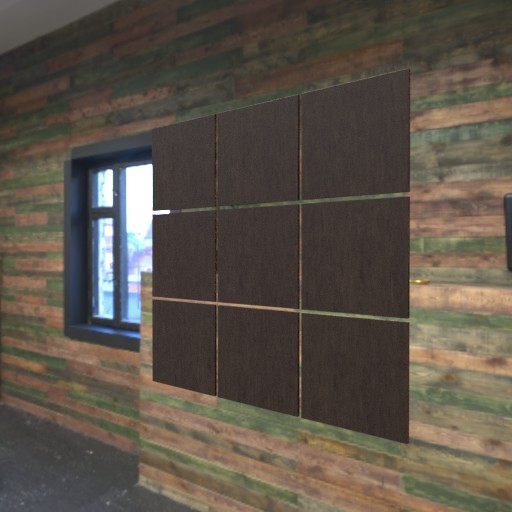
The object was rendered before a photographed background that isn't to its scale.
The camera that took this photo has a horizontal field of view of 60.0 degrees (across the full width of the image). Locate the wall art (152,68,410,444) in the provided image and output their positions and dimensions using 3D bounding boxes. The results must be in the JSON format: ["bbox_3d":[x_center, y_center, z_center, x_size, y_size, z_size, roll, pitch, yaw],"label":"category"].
[{"bbox_3d":[0.000,0.000,1.786,1.215,1.213,0.013,0,1,35],"label":"wall art"}]
